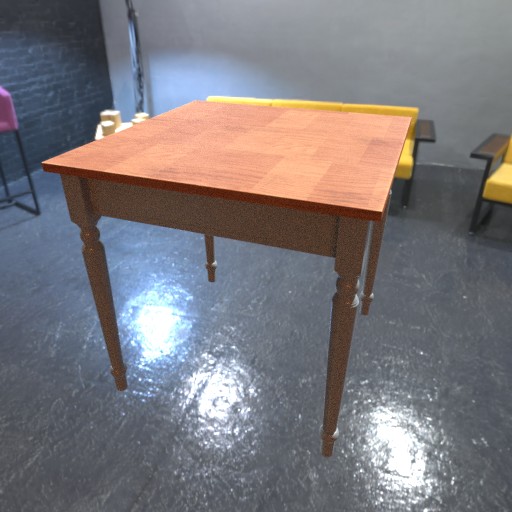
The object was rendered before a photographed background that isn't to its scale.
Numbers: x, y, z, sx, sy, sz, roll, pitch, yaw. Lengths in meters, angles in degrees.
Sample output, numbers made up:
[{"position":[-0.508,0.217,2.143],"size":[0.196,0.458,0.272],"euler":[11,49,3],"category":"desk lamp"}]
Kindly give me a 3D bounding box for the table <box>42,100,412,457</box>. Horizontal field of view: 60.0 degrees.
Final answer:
[{"position":[0.000,0.000,1.365],"size":[0.747,0.738,0.747],"euler":[11,32,18],"category":"table"}]
